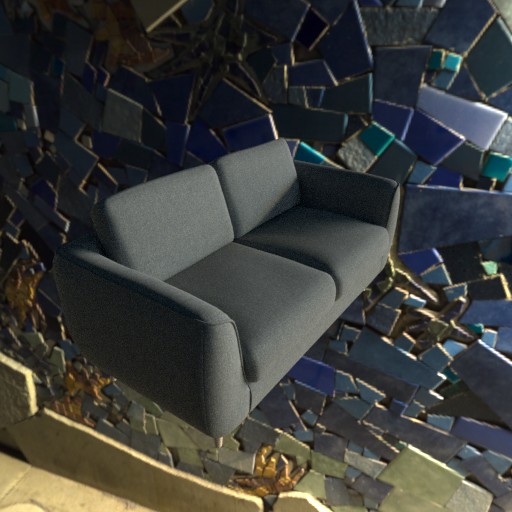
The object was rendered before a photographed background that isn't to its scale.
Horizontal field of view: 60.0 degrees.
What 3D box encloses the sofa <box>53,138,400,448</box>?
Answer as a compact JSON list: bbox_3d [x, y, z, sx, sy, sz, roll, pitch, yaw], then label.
[{"bbox_3d":[0.000,0.000,2.186,0.920,0.870,1.700,18,33,31],"label":"sofa"}]
